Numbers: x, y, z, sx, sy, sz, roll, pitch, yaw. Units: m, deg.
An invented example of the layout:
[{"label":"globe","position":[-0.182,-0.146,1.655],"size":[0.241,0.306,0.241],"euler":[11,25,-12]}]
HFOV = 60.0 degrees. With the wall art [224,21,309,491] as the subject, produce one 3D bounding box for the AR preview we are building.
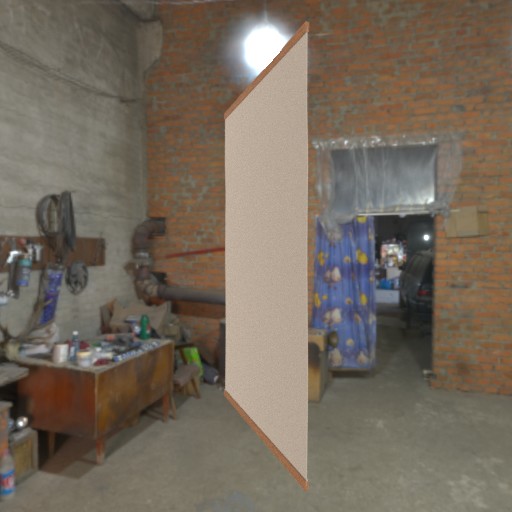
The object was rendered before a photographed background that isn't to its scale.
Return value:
[{"label":"wall art","position":[0.000,0.000,1.920],"size":[0.019,1.527,1.019],"euler":[0,1,-19]}]
